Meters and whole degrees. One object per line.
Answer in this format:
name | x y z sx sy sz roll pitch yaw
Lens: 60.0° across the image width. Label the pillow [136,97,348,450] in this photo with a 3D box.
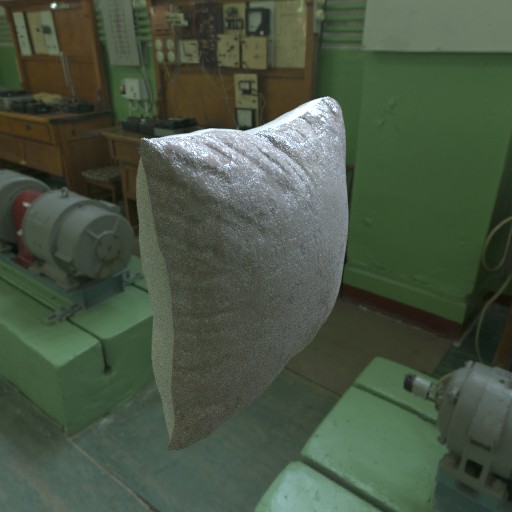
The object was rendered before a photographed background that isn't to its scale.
pillow | 0.000 0.000 0.710 0.245 0.448 0.450 18 31 32
